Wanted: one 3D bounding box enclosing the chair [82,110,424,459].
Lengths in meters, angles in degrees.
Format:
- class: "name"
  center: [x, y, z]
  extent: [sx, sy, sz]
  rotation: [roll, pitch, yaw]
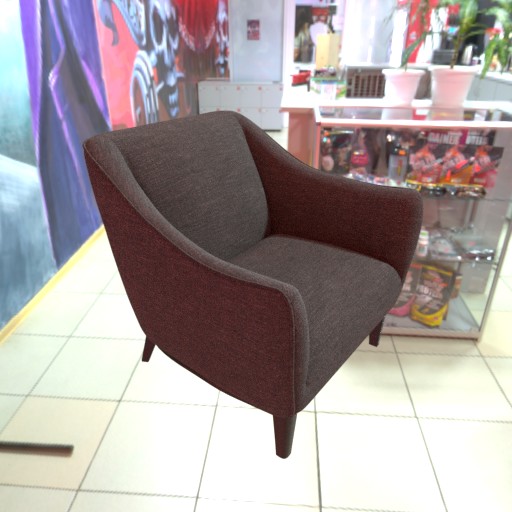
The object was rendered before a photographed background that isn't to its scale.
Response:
- class: "chair"
  center: [0.000, 0.000, 1.525]
  extent: [0.851, 0.829, 0.870]
  rotation: [19, 33, 33]
